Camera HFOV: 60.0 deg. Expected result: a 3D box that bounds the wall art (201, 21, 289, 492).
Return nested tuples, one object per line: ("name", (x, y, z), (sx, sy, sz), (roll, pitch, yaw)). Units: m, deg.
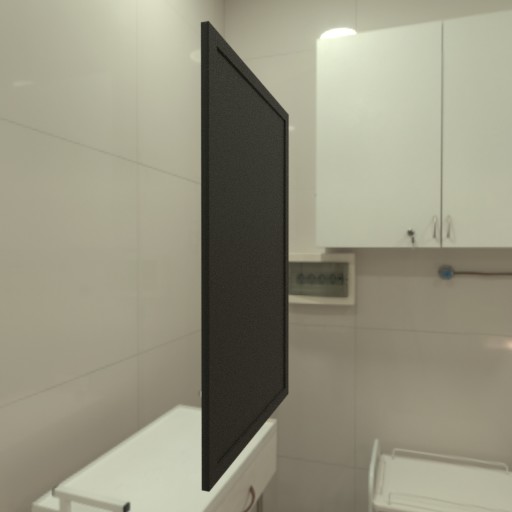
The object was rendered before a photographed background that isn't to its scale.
("wall art", (0.000, 0.000, 0.837), (0.012, 0.661, 0.451), (0, 1, 19))
